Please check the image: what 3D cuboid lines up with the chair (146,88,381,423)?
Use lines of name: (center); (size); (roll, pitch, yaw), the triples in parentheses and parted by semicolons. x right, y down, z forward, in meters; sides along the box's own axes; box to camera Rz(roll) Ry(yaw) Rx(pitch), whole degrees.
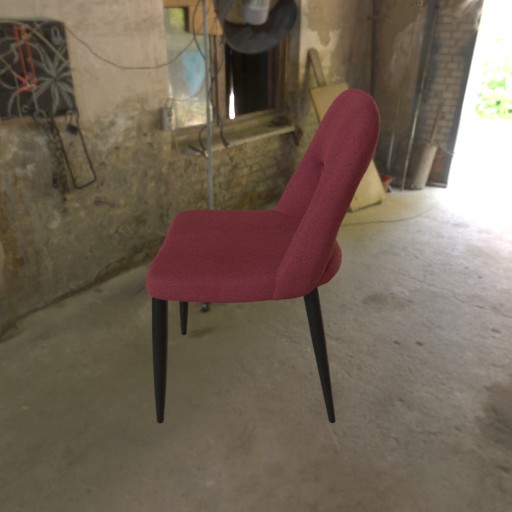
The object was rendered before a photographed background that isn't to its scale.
chair: (0.000, 0.000, 1.271); (0.569, 0.892, 0.483); (1, 27, 1)
